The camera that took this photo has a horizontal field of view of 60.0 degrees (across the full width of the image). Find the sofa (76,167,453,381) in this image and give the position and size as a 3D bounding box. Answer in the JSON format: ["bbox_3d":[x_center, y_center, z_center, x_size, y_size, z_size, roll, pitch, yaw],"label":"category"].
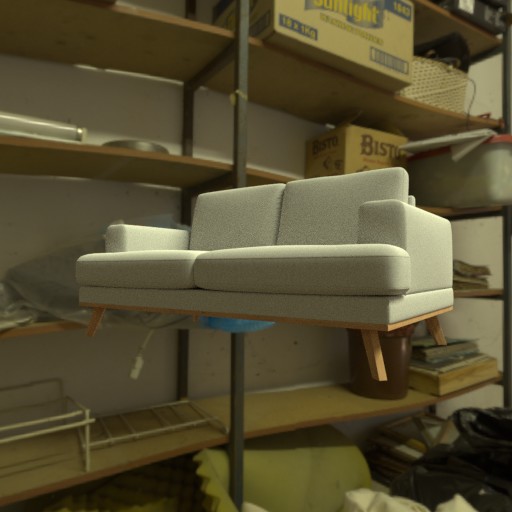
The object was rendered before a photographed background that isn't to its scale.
[{"bbox_3d":[0.000,0.000,2.144,1.651,0.810,0.915,-1,-2,36],"label":"sofa"}]
